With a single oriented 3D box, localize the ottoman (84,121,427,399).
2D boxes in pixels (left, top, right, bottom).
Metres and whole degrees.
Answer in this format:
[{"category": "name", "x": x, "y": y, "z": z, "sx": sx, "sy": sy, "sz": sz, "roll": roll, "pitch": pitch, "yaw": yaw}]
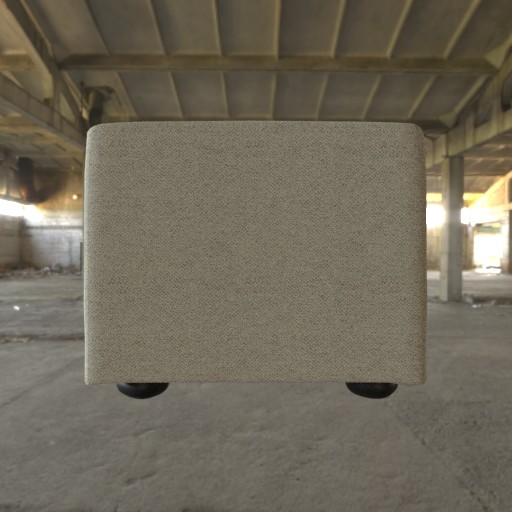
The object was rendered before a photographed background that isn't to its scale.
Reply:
[{"category": "ottoman", "x": 0.000, "y": 0.000, "z": 0.902, "sx": 0.521, "sy": 0.453, "sz": 0.512, "roll": 0, "pitch": 0, "yaw": 0}]
